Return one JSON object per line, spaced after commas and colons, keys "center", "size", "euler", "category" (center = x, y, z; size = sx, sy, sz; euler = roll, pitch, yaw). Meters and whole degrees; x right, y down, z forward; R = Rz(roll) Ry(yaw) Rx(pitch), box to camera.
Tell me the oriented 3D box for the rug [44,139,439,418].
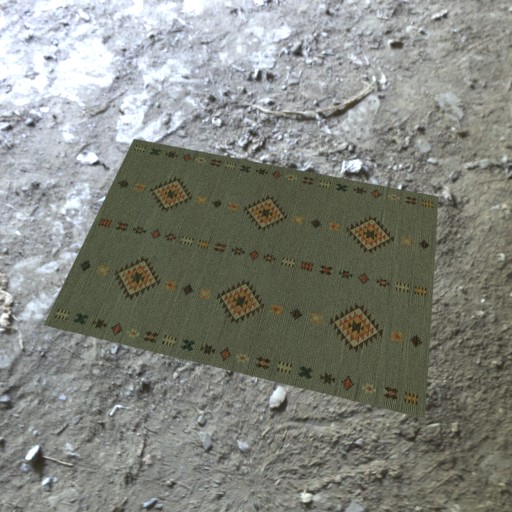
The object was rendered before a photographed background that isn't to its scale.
{"center": [0.000, 0.000, 2.317], "size": [1.818, 0.005, 1.217], "euler": [12, 63, 6], "category": "rug"}
